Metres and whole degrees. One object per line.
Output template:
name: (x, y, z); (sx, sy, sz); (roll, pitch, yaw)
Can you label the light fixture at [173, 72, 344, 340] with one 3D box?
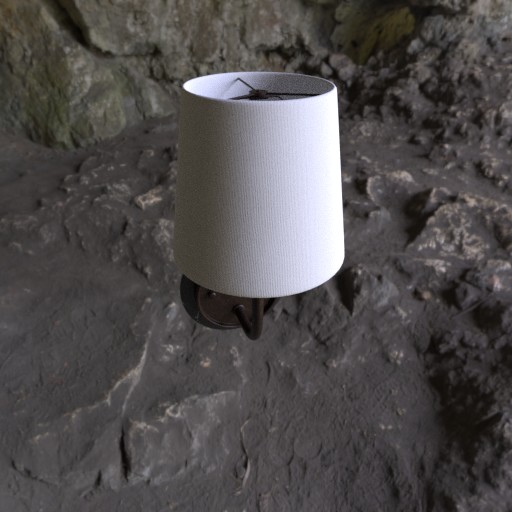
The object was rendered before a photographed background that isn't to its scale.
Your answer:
light fixture: (0.000, 0.000, 0.456); (0.168, 0.337, 0.188); (-9, 32, -15)
